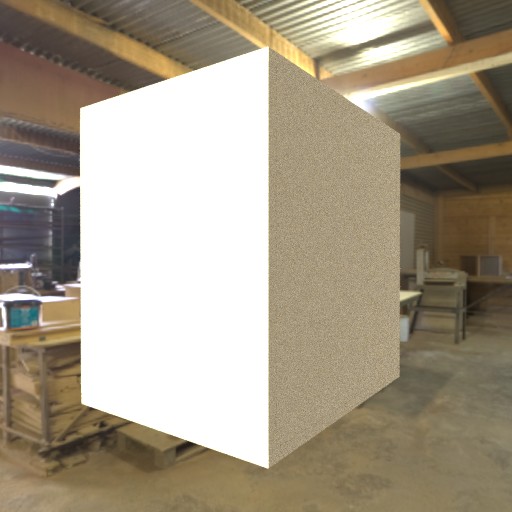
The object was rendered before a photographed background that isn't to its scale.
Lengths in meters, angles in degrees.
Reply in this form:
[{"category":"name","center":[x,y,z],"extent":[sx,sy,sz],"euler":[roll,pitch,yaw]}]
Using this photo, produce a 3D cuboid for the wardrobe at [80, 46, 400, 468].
[{"category":"wardrobe","center":[0.000,0.000,0.865],"extent":[0.400,0.520,0.500],"euler":[0,1,36]}]
